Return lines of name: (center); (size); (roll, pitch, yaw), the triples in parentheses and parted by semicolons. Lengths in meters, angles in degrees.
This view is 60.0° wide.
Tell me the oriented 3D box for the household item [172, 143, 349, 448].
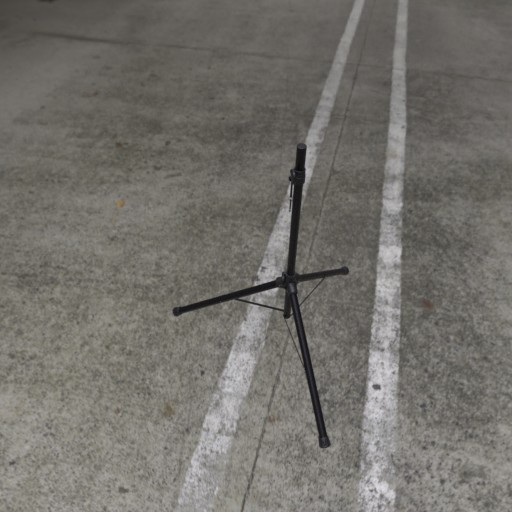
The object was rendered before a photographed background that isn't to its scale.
household item: (0.000, 0.000, 1.893); (0.907, 1.136, 1.045); (10, 48, 10)
